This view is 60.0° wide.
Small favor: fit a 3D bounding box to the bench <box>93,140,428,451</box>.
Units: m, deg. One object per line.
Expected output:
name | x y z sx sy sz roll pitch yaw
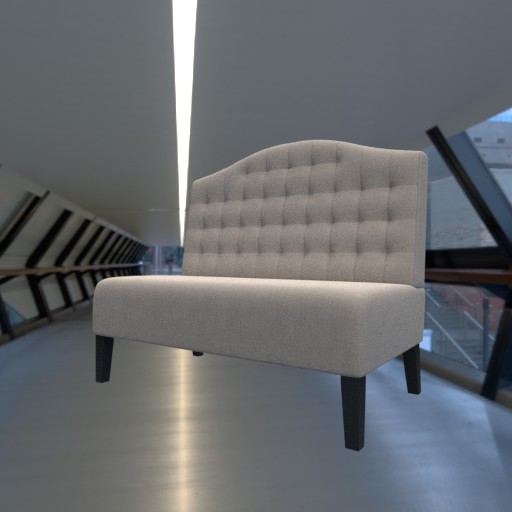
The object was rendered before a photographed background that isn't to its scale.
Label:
bench | 0.000 0.000 2.023 1.335 1.180 0.815 0 0 35
